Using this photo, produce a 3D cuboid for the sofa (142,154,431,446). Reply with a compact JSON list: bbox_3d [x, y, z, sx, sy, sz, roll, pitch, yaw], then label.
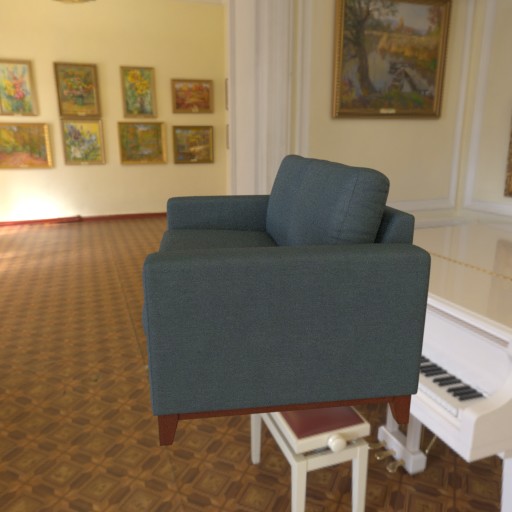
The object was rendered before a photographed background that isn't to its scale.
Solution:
[{"bbox_3d":[0.000,0.000,2.114,0.955,0.903,1.489,-2,15,-8],"label":"sofa"}]
